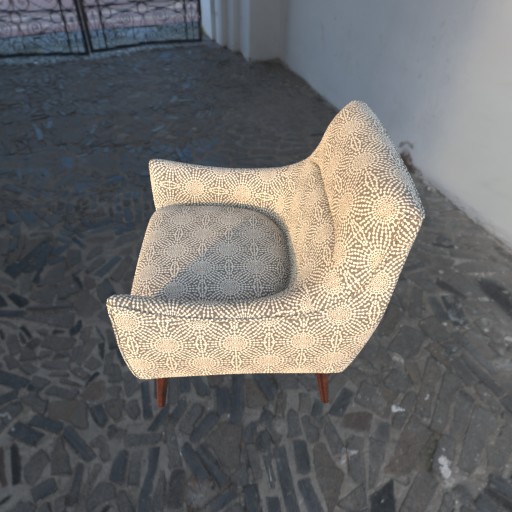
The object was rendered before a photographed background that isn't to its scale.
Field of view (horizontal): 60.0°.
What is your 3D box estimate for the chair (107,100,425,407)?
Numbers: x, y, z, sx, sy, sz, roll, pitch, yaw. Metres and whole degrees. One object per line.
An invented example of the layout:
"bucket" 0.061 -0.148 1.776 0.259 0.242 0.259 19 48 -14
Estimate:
"chair" 0.000 0.000 1.477 0.787 0.838 0.762 -1 42 -1
